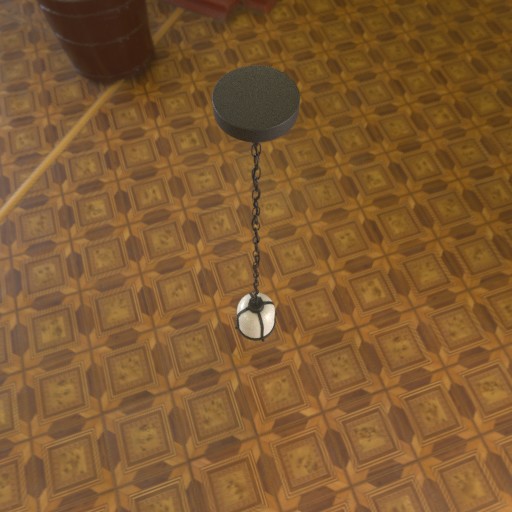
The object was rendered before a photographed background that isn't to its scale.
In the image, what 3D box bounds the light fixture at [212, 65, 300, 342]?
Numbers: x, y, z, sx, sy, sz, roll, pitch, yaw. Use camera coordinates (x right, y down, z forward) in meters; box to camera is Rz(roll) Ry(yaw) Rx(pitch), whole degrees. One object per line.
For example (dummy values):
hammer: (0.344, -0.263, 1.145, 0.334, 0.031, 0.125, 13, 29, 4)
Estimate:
light fixture: (0.000, 0.000, 1.258, 0.178, 1.181, 0.178, -17, 65, -9)
